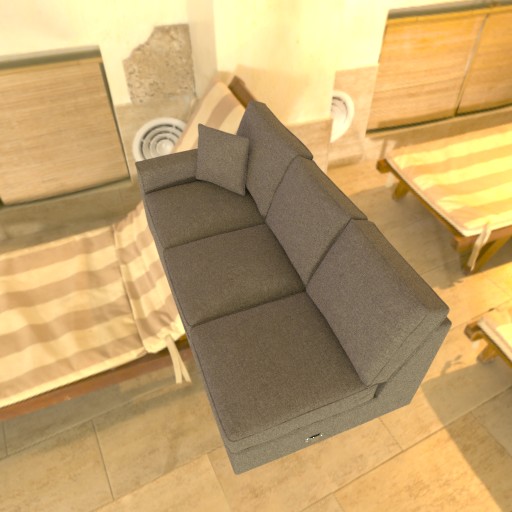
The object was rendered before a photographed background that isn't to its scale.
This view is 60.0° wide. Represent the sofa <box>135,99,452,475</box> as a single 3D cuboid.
[{"bbox_3d":[0.000,0.000,2.567,1.034,0.946,1.963,-16,47,-15],"label":"sofa"}]
